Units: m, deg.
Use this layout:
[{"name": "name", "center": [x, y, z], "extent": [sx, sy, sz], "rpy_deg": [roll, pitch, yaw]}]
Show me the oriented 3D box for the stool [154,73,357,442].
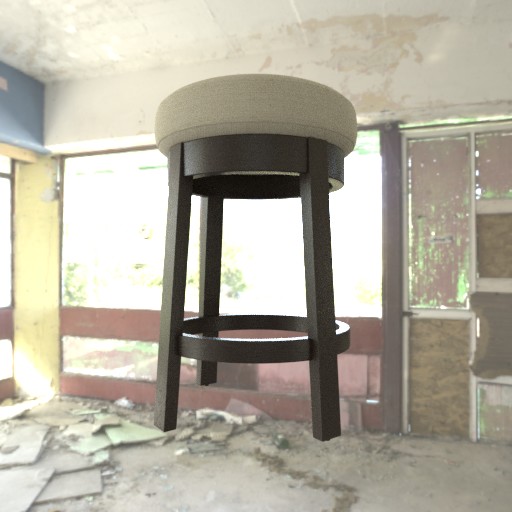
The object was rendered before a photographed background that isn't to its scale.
[{"name": "stool", "center": [0.000, 0.000, 0.959], "extent": [0.449, 0.655, 0.449], "rpy_deg": [0, -1, 0]}]
